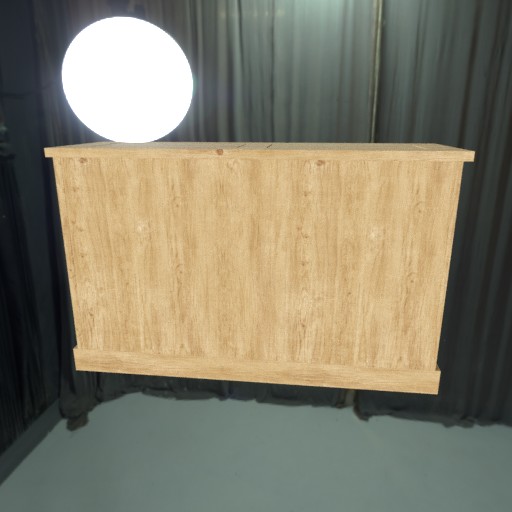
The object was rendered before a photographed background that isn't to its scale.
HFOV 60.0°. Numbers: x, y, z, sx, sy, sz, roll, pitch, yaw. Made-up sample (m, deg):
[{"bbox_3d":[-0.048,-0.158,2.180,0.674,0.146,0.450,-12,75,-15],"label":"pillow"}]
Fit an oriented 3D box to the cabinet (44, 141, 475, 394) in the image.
[{"bbox_3d":[0.000,0.000,1.675,1.321,0.810,0.432,2,17,6],"label":"cabinet"}]
